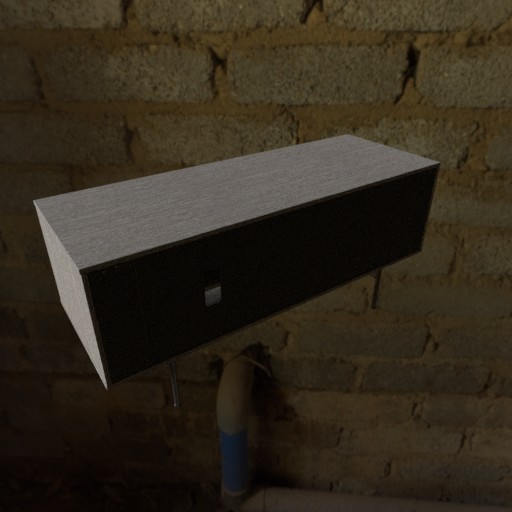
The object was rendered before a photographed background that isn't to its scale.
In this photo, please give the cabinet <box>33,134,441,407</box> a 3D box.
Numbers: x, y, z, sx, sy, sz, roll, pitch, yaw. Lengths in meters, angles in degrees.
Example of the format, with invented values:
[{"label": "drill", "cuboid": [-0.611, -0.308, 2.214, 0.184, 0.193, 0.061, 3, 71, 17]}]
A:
[{"label": "cabinet", "cuboid": [0.000, 0.000, 1.629, 1.300, 0.599, 0.500, -19, 35, -29]}]
